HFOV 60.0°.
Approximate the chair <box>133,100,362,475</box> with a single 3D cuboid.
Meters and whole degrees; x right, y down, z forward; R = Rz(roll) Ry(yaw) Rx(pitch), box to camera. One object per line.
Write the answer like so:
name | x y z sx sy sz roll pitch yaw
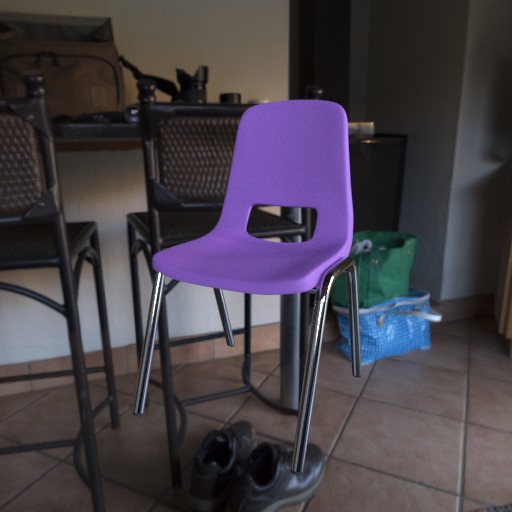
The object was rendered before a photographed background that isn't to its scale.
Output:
chair | 0.000 0.000 0.706 0.291 0.493 0.301 7 16 27
